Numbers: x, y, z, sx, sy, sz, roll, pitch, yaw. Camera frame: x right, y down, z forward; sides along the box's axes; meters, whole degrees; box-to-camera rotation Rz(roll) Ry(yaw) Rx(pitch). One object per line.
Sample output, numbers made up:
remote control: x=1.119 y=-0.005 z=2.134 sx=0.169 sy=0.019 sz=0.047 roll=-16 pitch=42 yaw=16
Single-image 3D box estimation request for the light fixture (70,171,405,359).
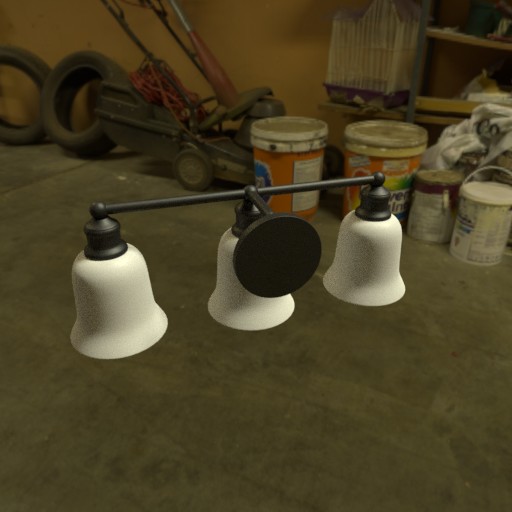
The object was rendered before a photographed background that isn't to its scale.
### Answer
light fixture: x=0.000 y=0.000 z=0.672 sx=0.570 sy=0.211 sz=0.198 roll=-9 pitch=30 yaw=-16
